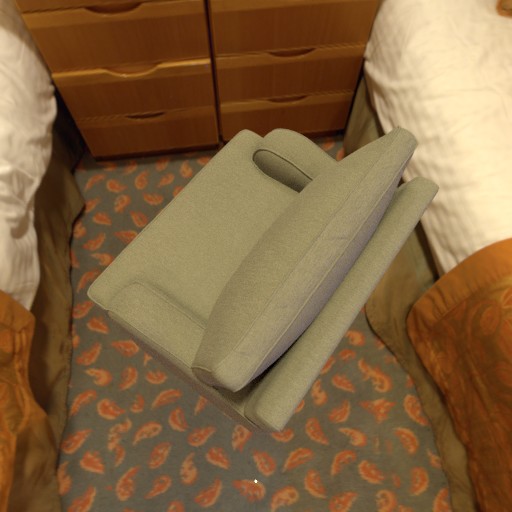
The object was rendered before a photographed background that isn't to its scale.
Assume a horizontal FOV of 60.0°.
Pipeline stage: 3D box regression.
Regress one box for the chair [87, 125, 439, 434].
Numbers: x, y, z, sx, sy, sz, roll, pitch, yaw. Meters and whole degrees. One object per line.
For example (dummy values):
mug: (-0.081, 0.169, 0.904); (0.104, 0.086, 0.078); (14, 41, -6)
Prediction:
chair: (0.000, 0.000, 2.022); (1.041, 1.016, 1.220); (33, 68, 15)
